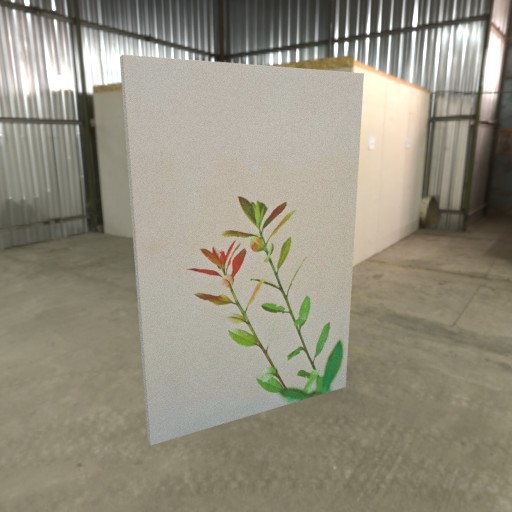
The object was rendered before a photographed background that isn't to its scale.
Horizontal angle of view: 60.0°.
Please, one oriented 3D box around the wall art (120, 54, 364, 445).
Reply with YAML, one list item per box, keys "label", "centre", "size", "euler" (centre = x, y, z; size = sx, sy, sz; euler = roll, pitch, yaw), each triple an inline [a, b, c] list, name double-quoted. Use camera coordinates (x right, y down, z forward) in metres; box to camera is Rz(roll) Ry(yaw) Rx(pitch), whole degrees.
- label: "wall art"
  centre: [0.000, 0.000, 1.435]
  size: [0.764, 1.143, 0.038]
  euler: [-7, 17, -25]
